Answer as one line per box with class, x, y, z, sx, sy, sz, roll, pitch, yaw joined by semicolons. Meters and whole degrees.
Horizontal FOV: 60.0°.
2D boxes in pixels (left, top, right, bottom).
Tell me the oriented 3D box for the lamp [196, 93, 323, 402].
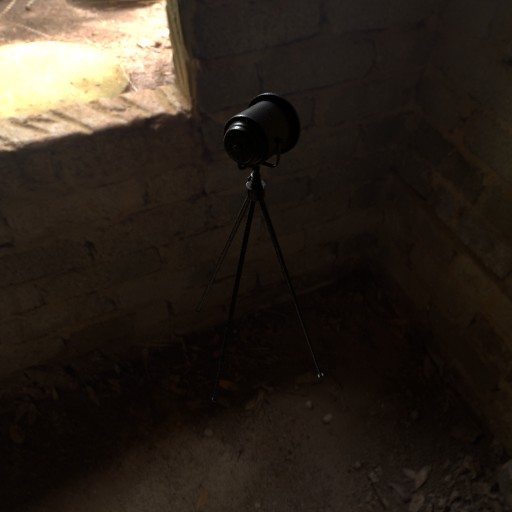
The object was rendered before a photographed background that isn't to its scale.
lamp;0.000;0.000;2.092;0.879;1.504;0.884;24;52;21
